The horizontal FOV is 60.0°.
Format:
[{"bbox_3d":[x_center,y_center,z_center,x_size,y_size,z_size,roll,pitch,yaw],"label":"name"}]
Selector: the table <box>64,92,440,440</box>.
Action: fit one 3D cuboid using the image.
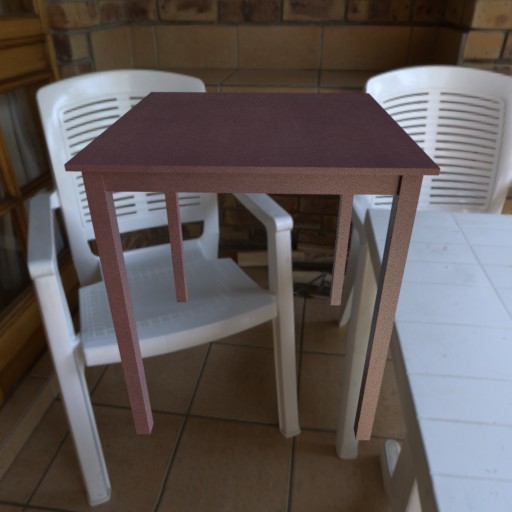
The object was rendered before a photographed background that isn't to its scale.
[{"bbox_3d":[0.000,0.000,1.636,0.861,0.991,0.861,1,31,2],"label":"table"}]
